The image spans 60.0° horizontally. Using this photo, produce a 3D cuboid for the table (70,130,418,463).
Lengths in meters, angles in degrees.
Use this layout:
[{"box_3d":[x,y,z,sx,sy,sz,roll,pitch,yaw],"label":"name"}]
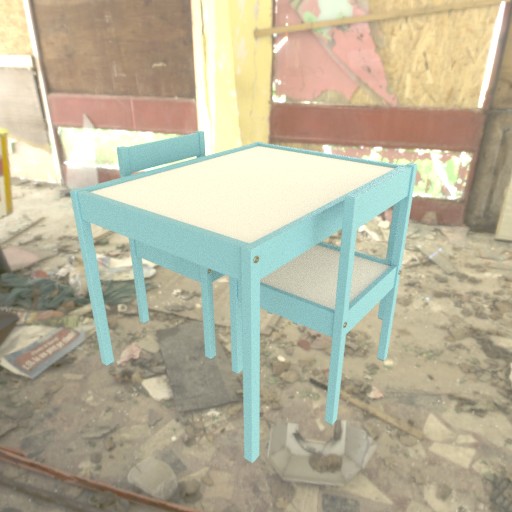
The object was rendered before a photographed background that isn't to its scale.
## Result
[{"box_3d":[0.000,0.000,1.101,0.633,0.503,0.639,19,31,34],"label":"table"}]
